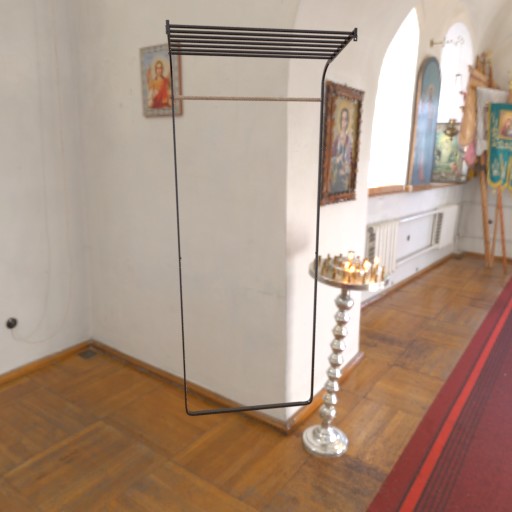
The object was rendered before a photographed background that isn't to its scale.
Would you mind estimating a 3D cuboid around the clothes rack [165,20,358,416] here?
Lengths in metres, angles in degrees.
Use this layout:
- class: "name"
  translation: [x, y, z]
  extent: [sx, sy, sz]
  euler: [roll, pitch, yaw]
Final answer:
- class: "clothes rack"
  translation: [0.000, 0.000, 1.736]
  extent: [0.609, 1.574, 0.349]
  euler: [-2, 14, -9]
